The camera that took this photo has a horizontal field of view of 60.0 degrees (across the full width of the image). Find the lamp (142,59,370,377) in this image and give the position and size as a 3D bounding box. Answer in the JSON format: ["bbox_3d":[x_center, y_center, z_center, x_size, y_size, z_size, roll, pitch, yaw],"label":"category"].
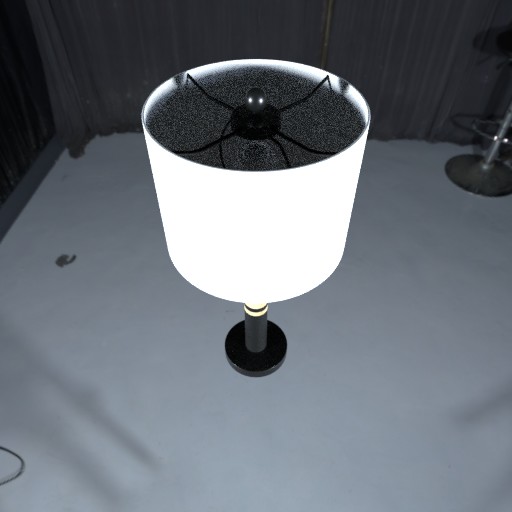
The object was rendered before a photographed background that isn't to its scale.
[{"bbox_3d":[0.000,0.000,0.814,0.305,0.640,0.305,3,46,3],"label":"lamp"}]
